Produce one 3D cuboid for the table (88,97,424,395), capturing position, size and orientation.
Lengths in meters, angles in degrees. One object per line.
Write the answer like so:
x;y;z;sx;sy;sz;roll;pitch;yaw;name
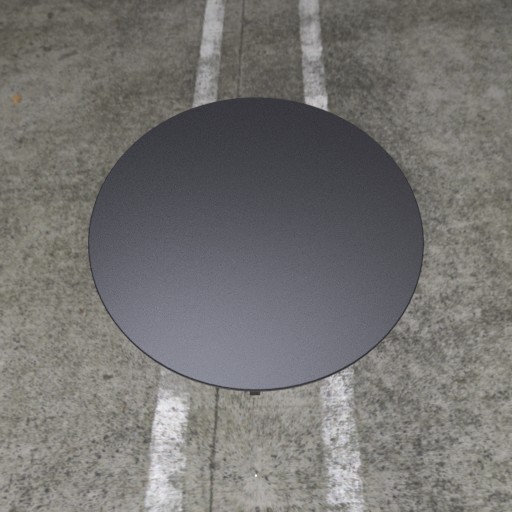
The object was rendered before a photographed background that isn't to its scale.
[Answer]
0.000;0.000;1.425;0.914;0.457;0.914;0;64;0;table
